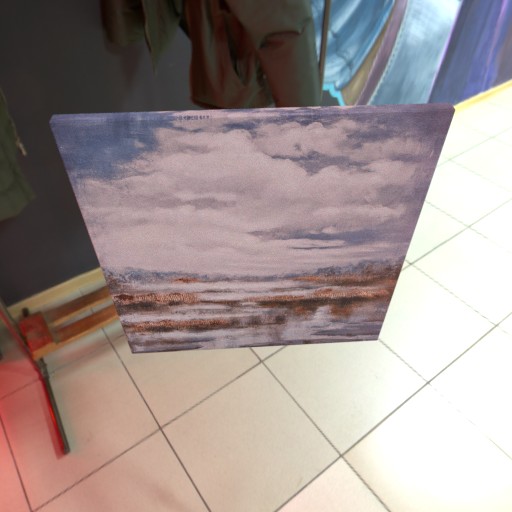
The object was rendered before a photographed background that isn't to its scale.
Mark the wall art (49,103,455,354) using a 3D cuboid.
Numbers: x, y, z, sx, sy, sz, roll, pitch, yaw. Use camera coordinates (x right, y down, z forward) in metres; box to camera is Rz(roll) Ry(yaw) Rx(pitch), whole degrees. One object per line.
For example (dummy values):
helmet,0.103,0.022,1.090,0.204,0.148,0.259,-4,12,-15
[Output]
wall art,0.000,0.000,1.468,1.010,1.020,0.040,-3,45,-3
